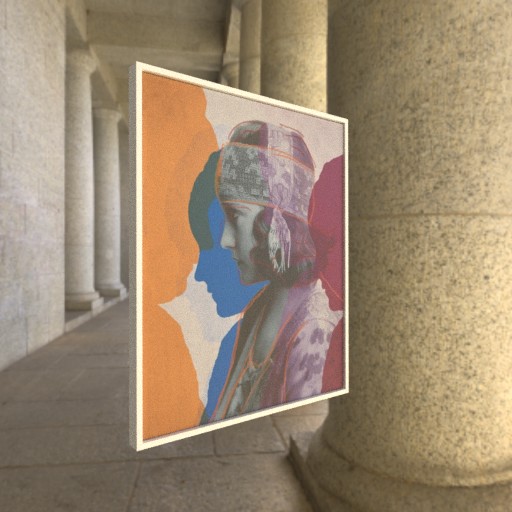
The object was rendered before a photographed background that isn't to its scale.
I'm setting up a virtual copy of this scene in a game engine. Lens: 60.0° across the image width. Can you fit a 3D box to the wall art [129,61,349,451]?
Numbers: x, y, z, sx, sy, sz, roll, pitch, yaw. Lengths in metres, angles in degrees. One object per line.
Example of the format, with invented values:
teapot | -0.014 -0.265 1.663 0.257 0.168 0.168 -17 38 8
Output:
wall art | 0.000 0.000 0.768 0.443 0.549 0.030 0 0 -37
